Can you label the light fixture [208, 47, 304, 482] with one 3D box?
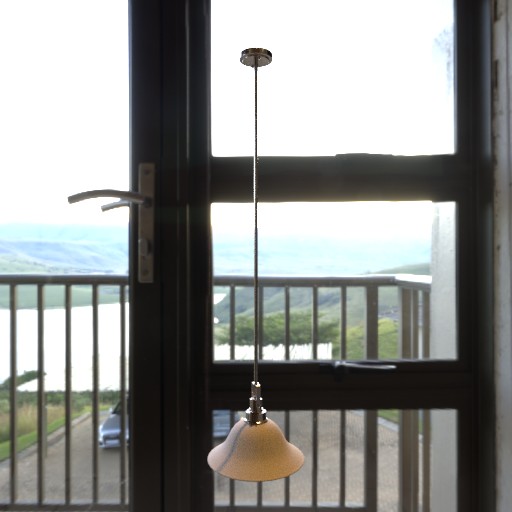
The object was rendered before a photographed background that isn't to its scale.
[{"bbox_3d":[0.000,0.000,1.490,0.324,1.354,0.324,0,0,-17],"label":"light fixture"}]
